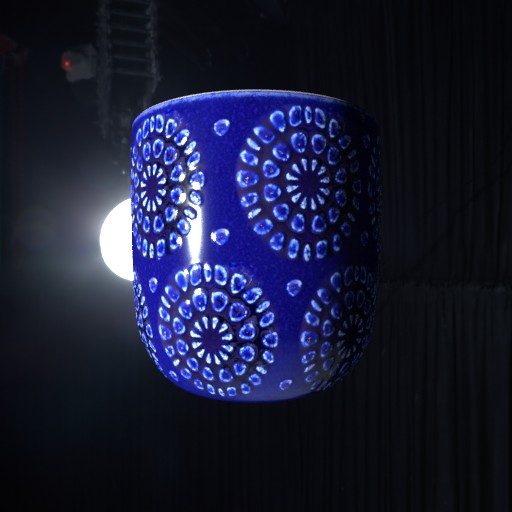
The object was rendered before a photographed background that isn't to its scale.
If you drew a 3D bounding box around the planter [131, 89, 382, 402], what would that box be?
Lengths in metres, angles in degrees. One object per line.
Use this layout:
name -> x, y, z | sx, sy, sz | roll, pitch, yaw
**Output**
planter -> 0.000, 0.000, 0.201 | 0.109, 0.112, 0.109 | 0, 0, 0
